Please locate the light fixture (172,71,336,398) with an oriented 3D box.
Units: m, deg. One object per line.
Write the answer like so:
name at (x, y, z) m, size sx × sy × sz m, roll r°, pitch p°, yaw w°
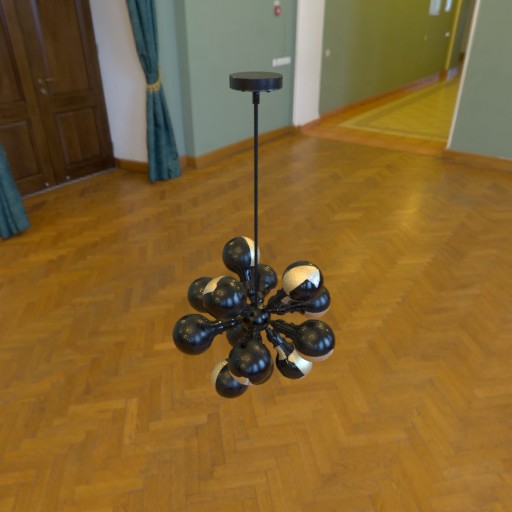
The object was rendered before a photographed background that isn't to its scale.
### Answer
light fixture at (0.000, 0.000, 1.126) m, size 0.468 × 0.859 × 0.420 m, roll 19°, pitch 35°, yaw 30°
